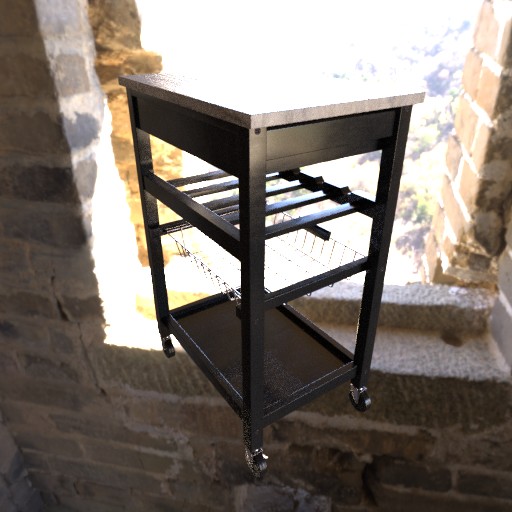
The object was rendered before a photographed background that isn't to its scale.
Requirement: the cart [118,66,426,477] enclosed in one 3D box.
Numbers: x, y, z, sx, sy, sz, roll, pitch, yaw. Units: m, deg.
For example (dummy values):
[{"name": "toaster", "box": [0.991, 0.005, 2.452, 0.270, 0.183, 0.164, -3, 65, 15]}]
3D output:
[{"name": "cart", "box": [0.000, 0.000, 1.145, 0.403, 0.839, 0.584, -18, 33, -30]}]
